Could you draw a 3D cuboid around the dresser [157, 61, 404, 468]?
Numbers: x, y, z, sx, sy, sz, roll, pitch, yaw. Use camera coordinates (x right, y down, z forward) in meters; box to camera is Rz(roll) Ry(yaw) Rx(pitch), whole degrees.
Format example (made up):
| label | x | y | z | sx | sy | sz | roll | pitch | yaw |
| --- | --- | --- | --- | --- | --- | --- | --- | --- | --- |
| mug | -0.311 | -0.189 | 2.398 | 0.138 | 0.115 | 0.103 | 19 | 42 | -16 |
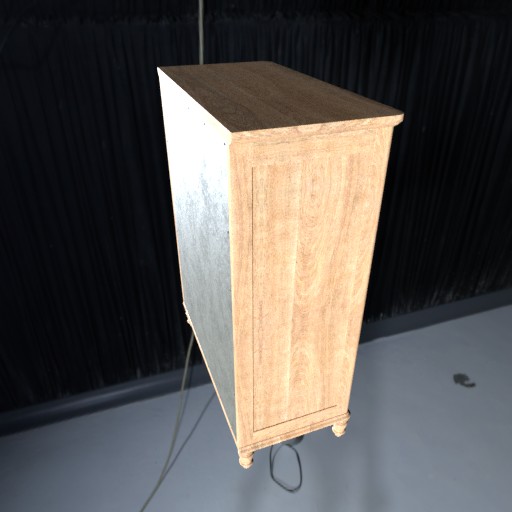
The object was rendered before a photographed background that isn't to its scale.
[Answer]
| label | x | y | z | sx | sy | sz | roll | pitch | yaw |
| --- | --- | --- | --- | --- | --- | --- | --- | --- | --- |
| dresser | 0.000 | 0.000 | 1.804 | 0.484 | 1.318 | 0.973 | -11 | 33 | -17 |
